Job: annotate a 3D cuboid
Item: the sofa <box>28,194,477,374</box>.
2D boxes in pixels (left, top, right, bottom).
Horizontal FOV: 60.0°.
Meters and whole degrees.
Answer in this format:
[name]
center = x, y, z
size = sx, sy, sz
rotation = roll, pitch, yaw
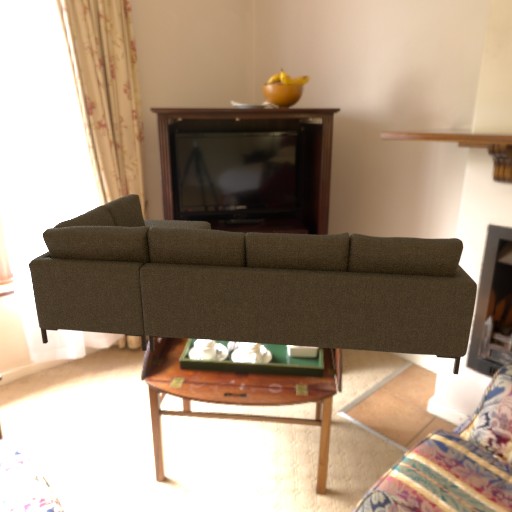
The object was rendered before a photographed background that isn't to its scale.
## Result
[sofa]
center = 0.000, 0.000, 3.808
size = 2.972, 0.858, 1.984
rotation = 2, 17, 8
